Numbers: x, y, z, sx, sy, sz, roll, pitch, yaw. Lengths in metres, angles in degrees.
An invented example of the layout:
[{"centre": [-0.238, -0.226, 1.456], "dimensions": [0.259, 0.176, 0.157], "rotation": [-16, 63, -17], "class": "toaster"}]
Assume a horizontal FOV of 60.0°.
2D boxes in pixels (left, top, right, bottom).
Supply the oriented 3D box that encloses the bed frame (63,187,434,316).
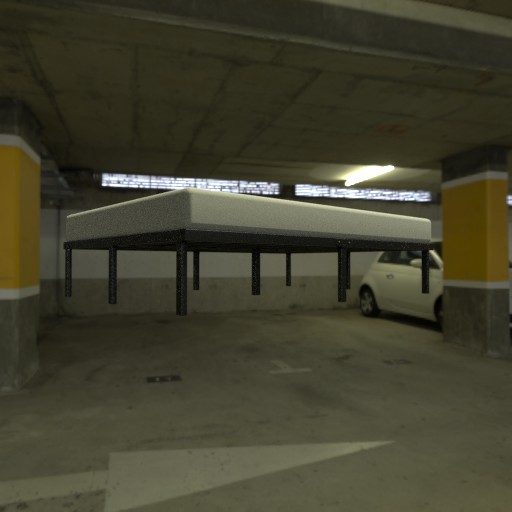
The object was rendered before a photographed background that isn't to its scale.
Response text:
[{"centre": [0.000, 0.000, 3.862], "dimensions": [2.842, 0.680, 2.205], "rotation": [1, -1, -34], "class": "bed frame"}]
